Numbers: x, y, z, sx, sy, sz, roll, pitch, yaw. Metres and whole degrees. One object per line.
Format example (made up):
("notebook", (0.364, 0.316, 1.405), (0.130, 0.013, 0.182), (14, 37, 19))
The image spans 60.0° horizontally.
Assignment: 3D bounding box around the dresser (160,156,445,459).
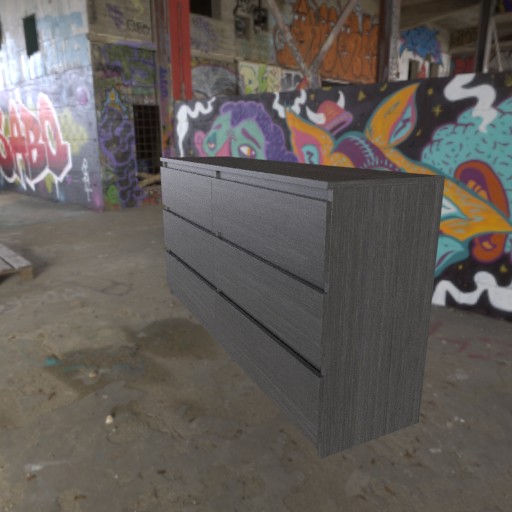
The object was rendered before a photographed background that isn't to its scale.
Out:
("dresser", (0.000, 0.000, 1.948), (0.400, 0.795, 1.590), (-7, 16, -25))
